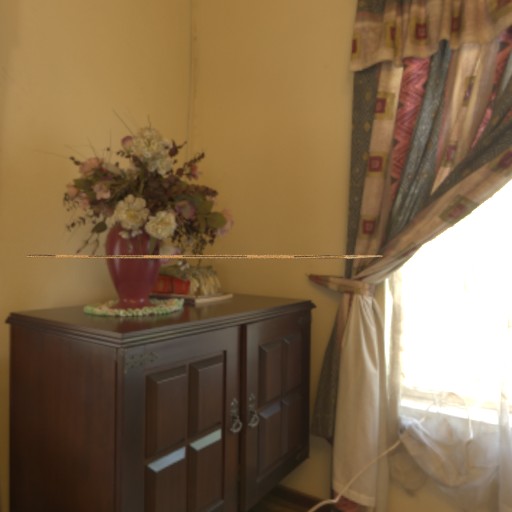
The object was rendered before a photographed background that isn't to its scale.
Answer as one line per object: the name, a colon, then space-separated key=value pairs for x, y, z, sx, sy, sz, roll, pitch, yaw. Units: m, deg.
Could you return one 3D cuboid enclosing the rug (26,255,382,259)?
rug: x=0.000 y=0.000 z=2.125 sx=1.072 sy=0.013 sz=1.698 roll=0 pitch=0 yaw=19
